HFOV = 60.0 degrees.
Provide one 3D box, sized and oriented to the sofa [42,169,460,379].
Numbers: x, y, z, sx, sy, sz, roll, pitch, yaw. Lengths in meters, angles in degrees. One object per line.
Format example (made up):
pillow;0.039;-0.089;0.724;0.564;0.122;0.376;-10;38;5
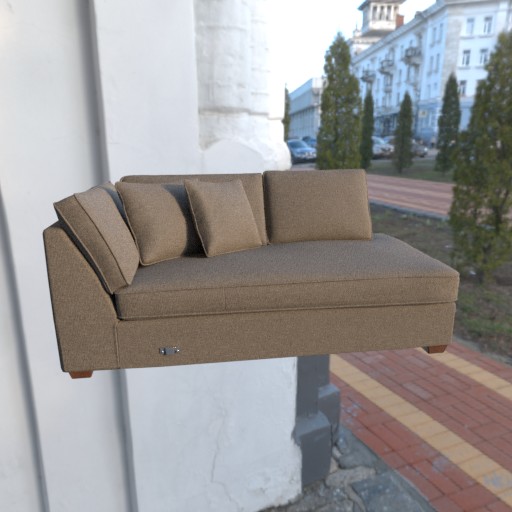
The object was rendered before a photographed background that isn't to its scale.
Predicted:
sofa;0.000;0.000;2.839;2.237;1.033;1.110;-2;15;-9
